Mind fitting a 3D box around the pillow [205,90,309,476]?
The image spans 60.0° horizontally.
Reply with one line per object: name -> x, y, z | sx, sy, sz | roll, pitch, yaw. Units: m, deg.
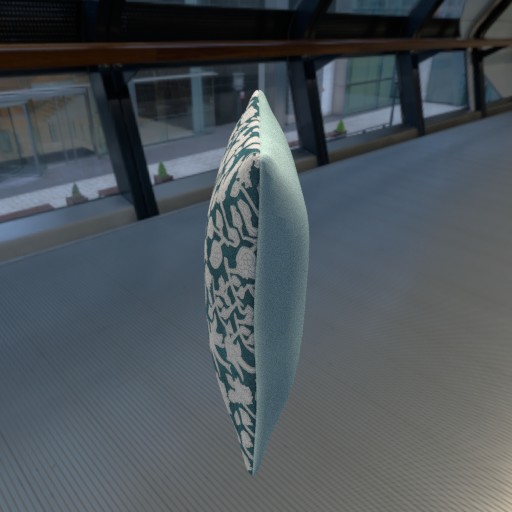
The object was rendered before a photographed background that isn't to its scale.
pillow -> 0.000, 0.000, 0.806 | 0.166, 0.508, 0.525 | 0, 28, 0
